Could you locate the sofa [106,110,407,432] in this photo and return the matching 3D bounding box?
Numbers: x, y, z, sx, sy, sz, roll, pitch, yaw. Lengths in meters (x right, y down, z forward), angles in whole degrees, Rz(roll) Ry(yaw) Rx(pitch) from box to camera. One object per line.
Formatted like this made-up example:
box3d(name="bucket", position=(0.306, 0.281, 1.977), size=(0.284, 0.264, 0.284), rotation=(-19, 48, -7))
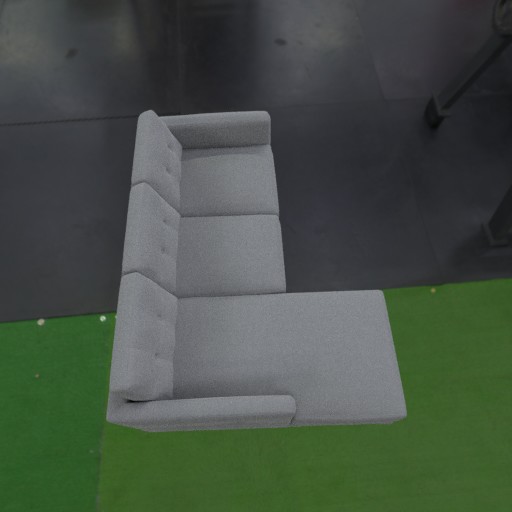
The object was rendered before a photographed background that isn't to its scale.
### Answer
box3d(name="sofa", position=(0.000, 0.000, 2.803), size=(1.530, 0.860, 2.040), rotation=(-2, 62, -1))
